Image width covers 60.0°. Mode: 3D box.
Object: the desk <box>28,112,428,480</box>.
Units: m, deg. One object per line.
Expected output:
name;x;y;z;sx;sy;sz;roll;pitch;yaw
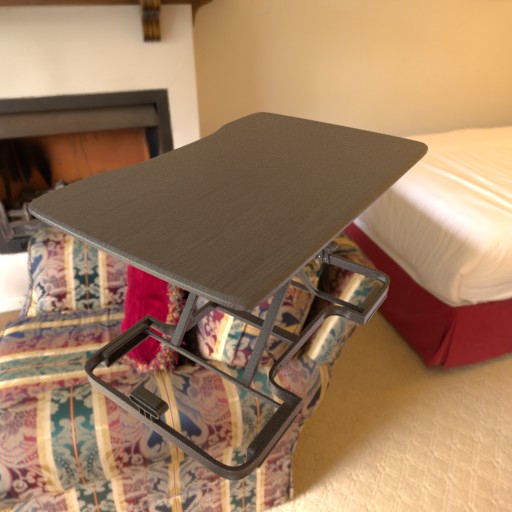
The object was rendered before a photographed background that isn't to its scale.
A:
desk;0.000;0.000;1.123;0.546;0.470;0.820;21;39;29
